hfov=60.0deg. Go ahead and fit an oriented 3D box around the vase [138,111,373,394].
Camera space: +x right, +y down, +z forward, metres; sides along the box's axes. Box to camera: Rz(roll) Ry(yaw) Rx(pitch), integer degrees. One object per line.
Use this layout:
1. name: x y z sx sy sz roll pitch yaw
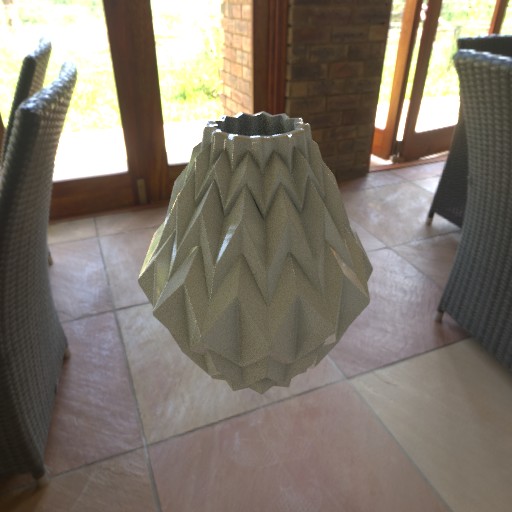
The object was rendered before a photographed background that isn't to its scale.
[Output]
1. vase: 0.000 0.000 0.312 0.164 0.185 0.164 0 31 0
